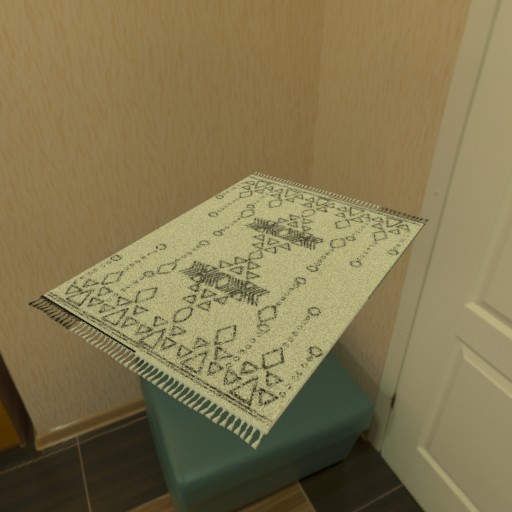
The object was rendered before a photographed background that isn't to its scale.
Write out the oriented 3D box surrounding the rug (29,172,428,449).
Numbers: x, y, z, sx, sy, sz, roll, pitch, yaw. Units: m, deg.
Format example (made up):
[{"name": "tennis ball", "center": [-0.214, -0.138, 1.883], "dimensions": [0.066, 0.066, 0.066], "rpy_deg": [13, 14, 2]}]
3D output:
[{"name": "rug", "center": [0.000, 0.000, 2.964], "dimensions": [1.600, 0.013, 2.312], "rpy_deg": [21, 39, 28]}]
